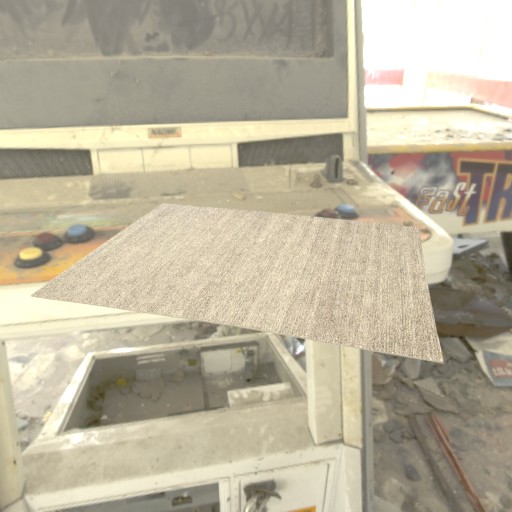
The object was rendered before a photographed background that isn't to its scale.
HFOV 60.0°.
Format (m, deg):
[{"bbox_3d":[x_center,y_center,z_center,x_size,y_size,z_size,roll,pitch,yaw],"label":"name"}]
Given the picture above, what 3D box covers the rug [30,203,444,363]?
[{"bbox_3d":[0.000,0.000,4.318,3.202,0.045,2.434,7,26,14],"label":"rug"}]
